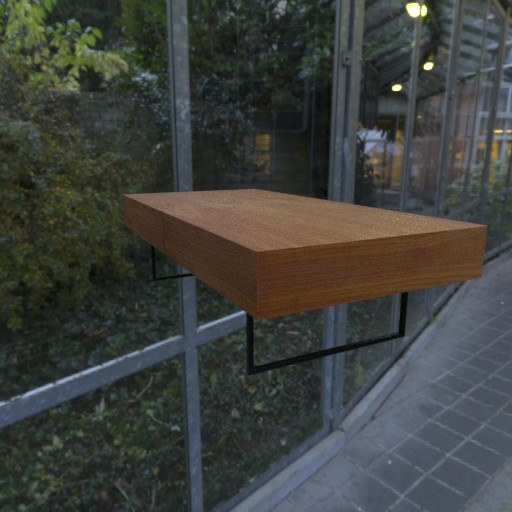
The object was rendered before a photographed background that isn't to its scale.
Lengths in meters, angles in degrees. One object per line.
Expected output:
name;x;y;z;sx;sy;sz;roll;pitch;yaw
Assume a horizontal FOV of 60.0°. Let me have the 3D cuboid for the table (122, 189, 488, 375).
table;0.000;0.000;1.460;0.610;0.330;1.194;-7;15;-26
